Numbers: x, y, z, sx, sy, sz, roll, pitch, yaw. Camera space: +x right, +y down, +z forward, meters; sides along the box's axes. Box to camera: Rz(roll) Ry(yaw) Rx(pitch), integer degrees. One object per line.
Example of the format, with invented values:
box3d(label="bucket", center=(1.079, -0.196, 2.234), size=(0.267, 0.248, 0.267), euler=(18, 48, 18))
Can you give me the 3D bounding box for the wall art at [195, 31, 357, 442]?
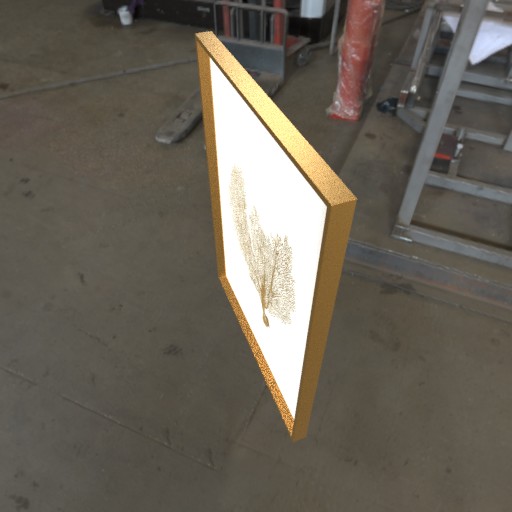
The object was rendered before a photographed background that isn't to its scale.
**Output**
box3d(label="wall art", center=(0.000, 0.000, 1.062), size=(0.038, 0.812, 0.610), euler=(-16, 49, -15))
